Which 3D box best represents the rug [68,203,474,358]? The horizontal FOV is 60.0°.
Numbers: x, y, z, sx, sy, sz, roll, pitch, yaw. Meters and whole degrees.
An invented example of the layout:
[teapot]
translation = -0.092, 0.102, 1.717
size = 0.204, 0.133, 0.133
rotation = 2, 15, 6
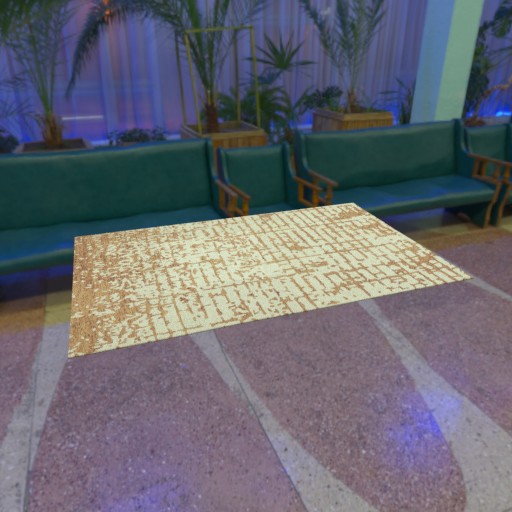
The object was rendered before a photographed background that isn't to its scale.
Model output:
[rug]
translation = 0.000, 0.000, 3.129
size = 2.435, 0.011, 1.517
rotation = -9, 28, -17
